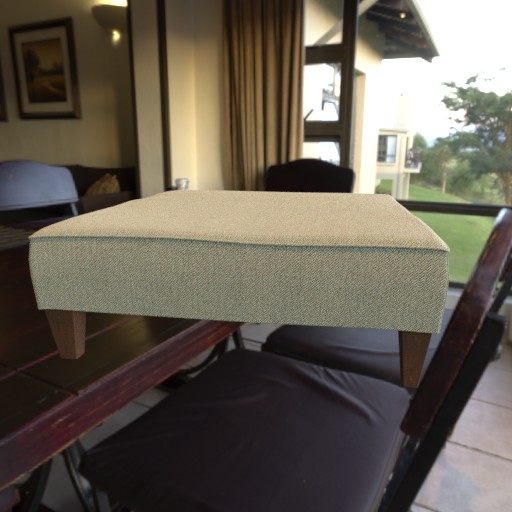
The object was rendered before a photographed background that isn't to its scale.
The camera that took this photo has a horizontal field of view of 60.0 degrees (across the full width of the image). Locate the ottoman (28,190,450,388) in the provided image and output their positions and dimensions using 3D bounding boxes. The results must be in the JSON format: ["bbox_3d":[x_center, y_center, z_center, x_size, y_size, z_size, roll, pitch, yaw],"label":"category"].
[{"bbox_3d":[0.000,0.000,1.509,1.004,0.379,0.968,2,15,9],"label":"ottoman"}]
